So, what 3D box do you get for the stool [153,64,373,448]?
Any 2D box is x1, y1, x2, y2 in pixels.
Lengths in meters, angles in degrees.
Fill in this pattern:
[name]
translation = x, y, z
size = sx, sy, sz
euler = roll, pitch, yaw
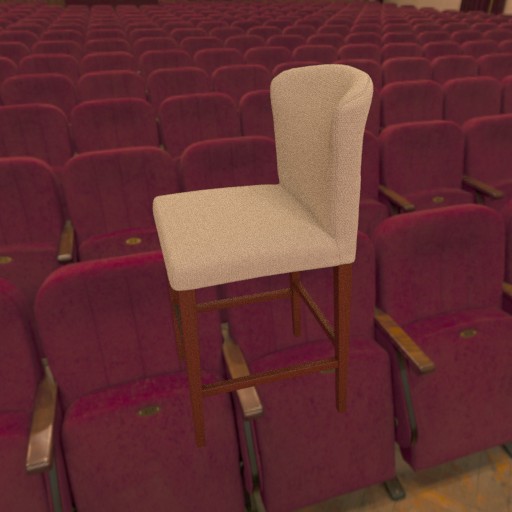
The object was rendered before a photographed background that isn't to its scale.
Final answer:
[stool]
translation = 0.000, 0.000, 1.373
size = 0.568, 1.069, 0.481
euler = -8, 31, -14
